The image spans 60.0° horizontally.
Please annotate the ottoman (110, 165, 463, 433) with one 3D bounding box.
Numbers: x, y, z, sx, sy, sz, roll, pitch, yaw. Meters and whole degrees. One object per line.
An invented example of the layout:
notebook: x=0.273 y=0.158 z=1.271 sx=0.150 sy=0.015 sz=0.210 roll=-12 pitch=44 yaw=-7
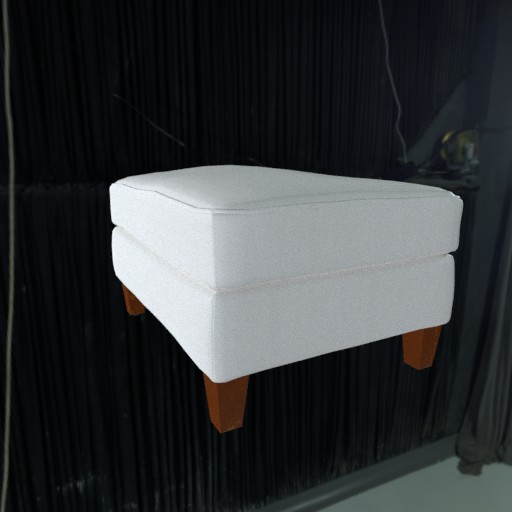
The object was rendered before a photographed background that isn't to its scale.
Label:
ottoman: x=0.000 y=0.000 z=1.211 sx=0.634 sy=0.479 sz=0.818 roll=-7 pitch=15 yaw=-28
